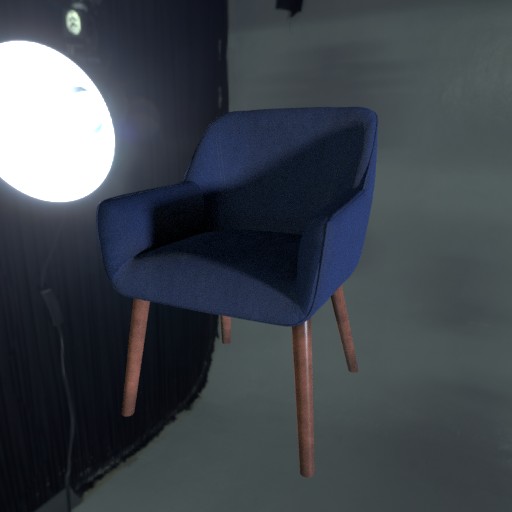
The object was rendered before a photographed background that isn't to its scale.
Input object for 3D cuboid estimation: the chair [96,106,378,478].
[{"bbox_3d":[0.000,0.000,1.235,0.600,0.820,0.600,7,16,25],"label":"chair"}]
